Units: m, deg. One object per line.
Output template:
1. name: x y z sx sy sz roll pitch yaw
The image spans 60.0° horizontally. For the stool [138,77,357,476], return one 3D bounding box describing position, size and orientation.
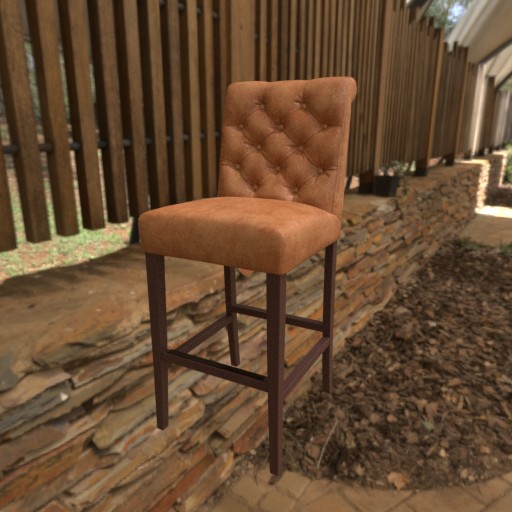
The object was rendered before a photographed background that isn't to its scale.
1. stool: 0.000 0.000 1.480 0.493 1.140 0.601 9 18 27
